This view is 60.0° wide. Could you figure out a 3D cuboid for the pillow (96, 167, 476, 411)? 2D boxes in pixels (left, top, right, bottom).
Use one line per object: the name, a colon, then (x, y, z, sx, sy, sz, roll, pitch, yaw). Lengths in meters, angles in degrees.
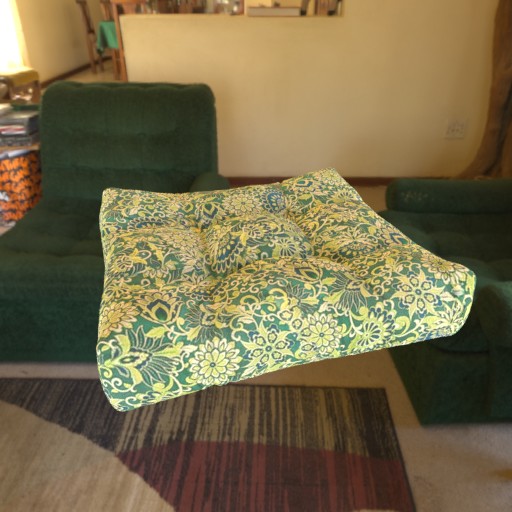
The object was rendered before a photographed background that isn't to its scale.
pillow: (0.000, 0.000, 0.726, 0.490, 0.128, 0.468, -9, 32, -14)
